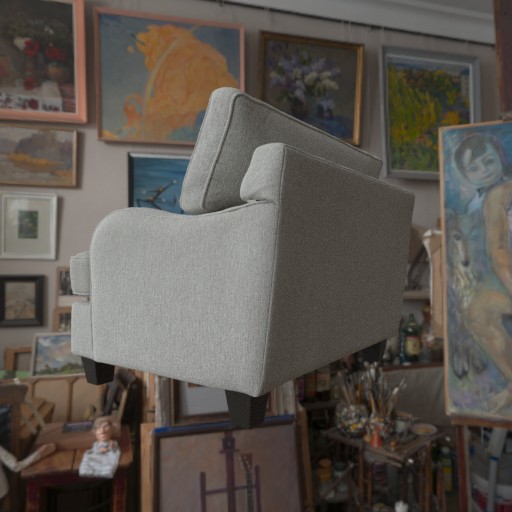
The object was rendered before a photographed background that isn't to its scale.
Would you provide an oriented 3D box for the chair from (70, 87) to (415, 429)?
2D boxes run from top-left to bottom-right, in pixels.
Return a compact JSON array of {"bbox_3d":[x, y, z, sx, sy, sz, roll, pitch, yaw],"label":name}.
[{"bbox_3d":[0.000,0.000,1.954,1.041,1.016,1.220,0,0,36],"label":"chair"}]
